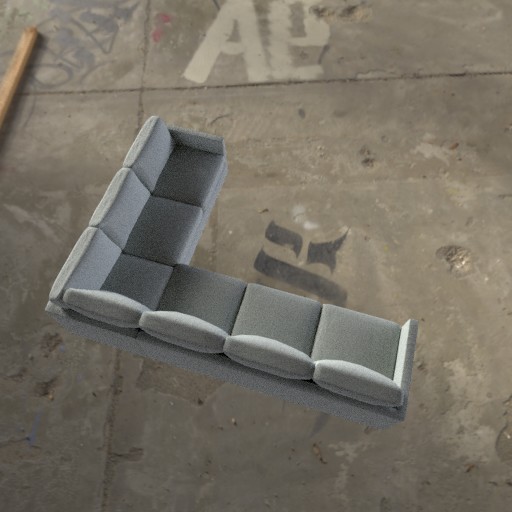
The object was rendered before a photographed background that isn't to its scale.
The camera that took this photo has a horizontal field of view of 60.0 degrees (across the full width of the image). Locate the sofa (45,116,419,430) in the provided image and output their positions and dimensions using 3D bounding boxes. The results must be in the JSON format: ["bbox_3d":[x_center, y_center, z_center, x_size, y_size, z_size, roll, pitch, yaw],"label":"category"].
[{"bbox_3d":[0.000,0.000,4.587,3.333,0.934,2.522,15,63,8],"label":"sofa"}]
